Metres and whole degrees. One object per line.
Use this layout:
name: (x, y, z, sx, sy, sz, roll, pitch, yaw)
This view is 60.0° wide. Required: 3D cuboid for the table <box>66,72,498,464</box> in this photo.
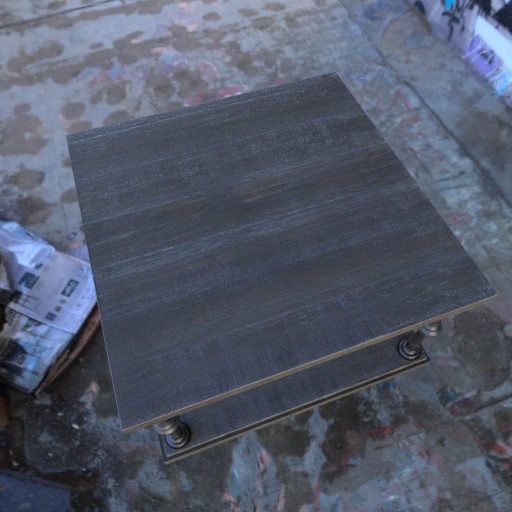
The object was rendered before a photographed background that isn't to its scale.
table: (0.000, 0.000, 1.096, 0.696, 0.400, 0.696, -17, 59, -10)
